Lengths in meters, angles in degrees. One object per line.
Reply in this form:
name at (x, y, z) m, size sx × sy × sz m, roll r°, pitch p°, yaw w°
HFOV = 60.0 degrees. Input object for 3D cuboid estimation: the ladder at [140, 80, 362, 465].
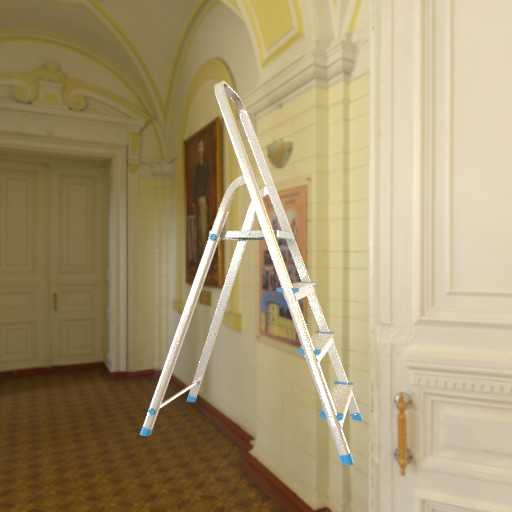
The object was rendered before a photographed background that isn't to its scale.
ladder at (0.000, 0.000, 1.855) m, size 0.842 × 1.434 × 0.445 m, roll 0°, pitch 1°, yaw 17°
